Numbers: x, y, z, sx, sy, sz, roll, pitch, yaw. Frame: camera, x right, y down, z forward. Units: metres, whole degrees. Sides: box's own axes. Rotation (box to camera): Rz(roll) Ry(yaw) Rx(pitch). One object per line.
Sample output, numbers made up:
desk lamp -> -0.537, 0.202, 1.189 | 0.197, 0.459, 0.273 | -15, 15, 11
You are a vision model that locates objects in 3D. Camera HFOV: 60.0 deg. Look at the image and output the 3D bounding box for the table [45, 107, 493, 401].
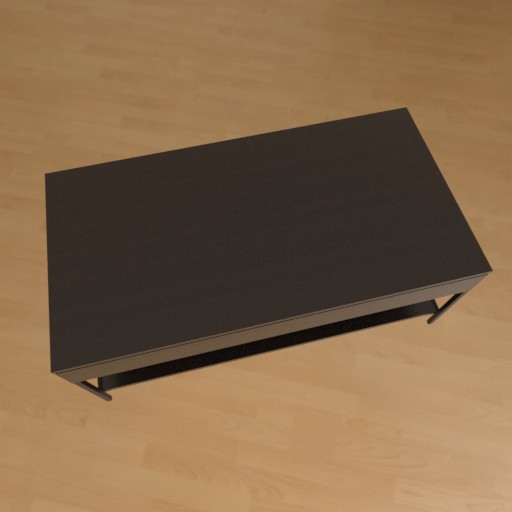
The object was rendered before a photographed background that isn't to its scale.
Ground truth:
table -> 0.000, 0.000, 1.382 | 1.095, 0.435, 0.574 | -12, 64, -6
